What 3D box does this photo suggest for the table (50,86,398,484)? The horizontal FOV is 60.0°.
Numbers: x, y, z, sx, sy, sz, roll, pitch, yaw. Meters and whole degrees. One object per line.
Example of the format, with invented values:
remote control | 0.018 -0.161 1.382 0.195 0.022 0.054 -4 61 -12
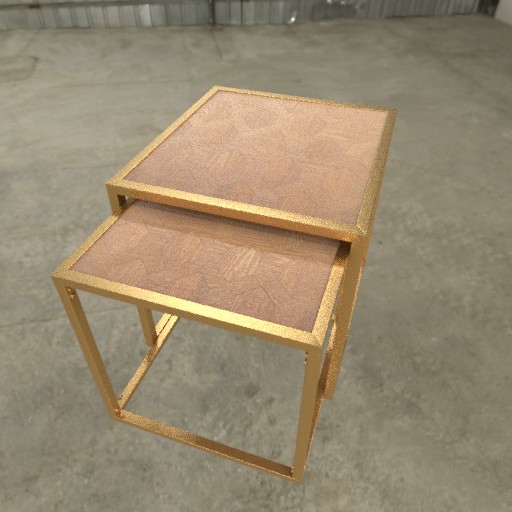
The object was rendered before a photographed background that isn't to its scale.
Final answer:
table | 0.000 0.000 1.079 0.505 0.505 0.762 12 42 14
